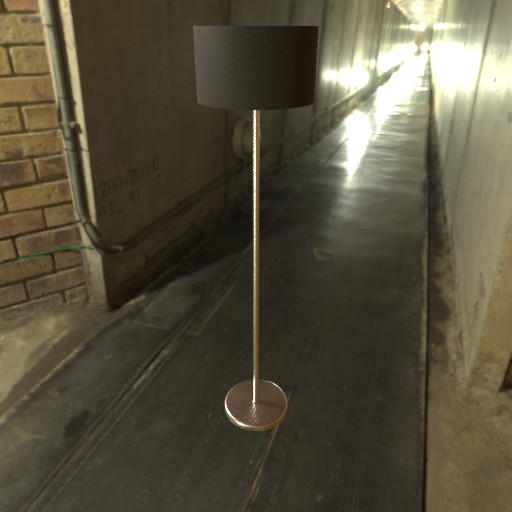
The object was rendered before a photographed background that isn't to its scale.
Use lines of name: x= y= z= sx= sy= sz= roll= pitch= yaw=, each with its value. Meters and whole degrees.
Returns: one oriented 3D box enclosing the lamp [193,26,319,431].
lamp: x=0.000 y=0.000 z=1.566 sx=0.348 sy=1.443 sz=0.348 roll=-9 pitch=29 yaw=-16
